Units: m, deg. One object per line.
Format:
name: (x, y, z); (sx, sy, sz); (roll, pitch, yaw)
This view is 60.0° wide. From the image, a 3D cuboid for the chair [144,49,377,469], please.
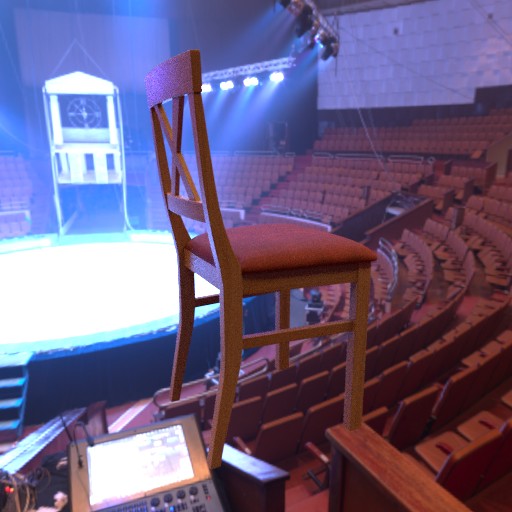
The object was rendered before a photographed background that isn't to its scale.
chair: (0.000, 0.000, 1.185); (0.492, 0.912, 0.439); (-6, 14, -26)
